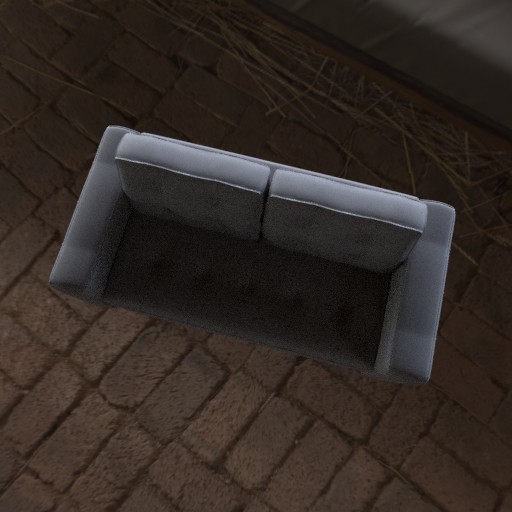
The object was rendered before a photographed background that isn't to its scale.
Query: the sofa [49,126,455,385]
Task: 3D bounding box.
[{"bbox_3d":[0.000,0.000,2.169,1.726,0.892,0.833,14,76,3],"label":"sofa"}]
